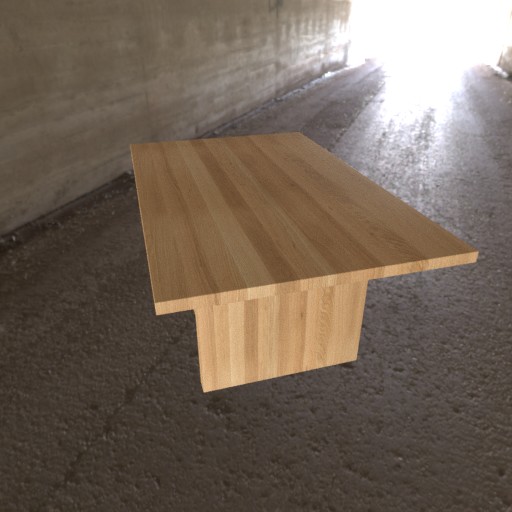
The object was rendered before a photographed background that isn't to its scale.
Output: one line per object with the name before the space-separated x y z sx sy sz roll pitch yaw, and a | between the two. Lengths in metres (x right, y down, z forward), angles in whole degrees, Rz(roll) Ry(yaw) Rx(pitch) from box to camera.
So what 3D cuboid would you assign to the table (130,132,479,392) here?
table | 0.000 0.000 1.471 0.700 0.510 1.100 -8 30 -14
